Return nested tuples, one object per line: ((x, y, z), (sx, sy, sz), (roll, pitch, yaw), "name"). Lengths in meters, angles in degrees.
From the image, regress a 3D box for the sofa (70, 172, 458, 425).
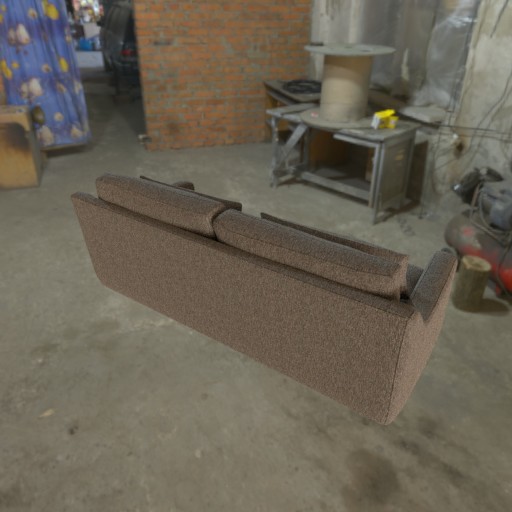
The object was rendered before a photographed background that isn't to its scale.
((0.000, 0.000, 3.015), (2.418, 0.998, 1.103), (19, 35, 30), "sofa")
